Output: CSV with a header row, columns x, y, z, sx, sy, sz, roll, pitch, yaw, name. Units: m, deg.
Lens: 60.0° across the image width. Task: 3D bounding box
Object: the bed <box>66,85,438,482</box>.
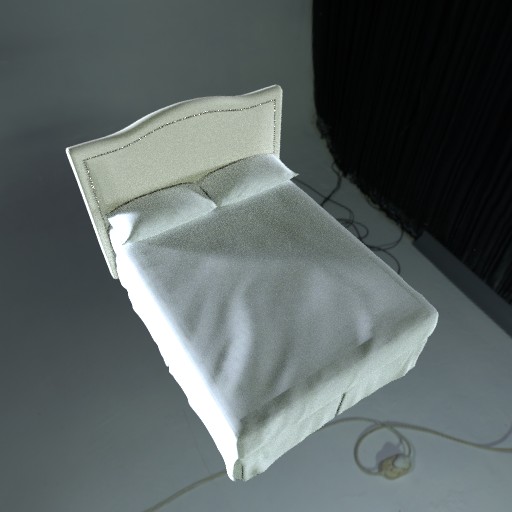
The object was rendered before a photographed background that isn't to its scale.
x,y,z,sx,sy,sz,roll,pitch,yaw,name
0.000,0.000,3.193,1.753,1.460,2.143,-25,52,-22,bed
